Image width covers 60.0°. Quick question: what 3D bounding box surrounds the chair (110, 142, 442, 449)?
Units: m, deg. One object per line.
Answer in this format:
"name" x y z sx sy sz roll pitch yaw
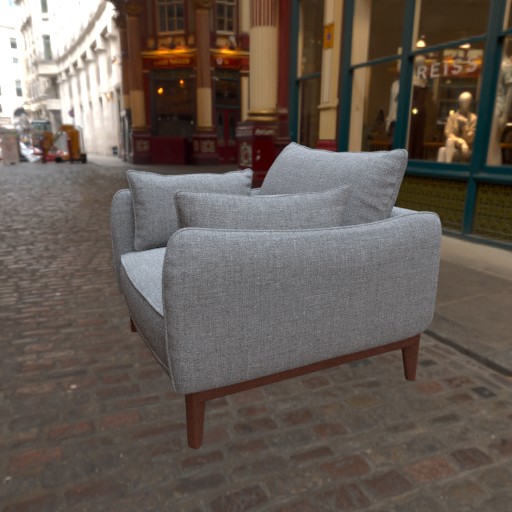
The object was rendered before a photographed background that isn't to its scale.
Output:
"chair" 0.000 0.000 1.726 0.976 0.839 0.993 -7 17 -25
